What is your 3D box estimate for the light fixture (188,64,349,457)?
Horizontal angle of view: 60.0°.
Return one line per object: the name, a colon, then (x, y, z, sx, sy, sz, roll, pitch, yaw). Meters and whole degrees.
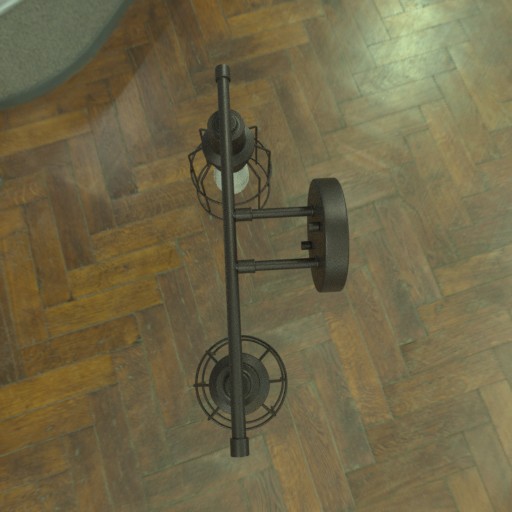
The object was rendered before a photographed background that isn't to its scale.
light fixture: (0.000, 0.000, 0.519, 0.165, 0.254, 0.406, -3, 76, -1)
